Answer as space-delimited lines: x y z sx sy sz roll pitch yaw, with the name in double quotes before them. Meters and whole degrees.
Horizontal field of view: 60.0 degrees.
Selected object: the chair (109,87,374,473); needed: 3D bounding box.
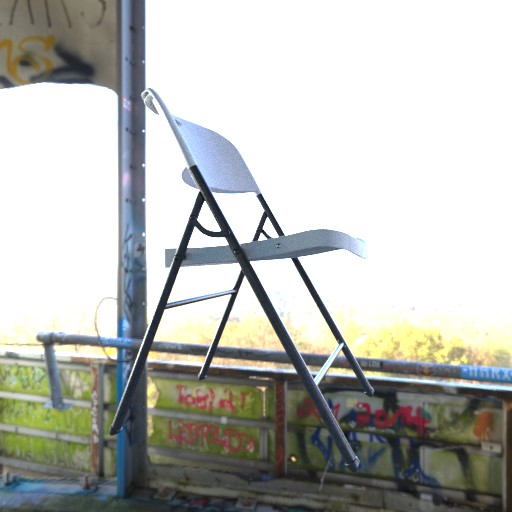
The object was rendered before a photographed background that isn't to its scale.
"chair" 0.000 0.000 1.147 0.566 0.810 0.494 0 0 18
